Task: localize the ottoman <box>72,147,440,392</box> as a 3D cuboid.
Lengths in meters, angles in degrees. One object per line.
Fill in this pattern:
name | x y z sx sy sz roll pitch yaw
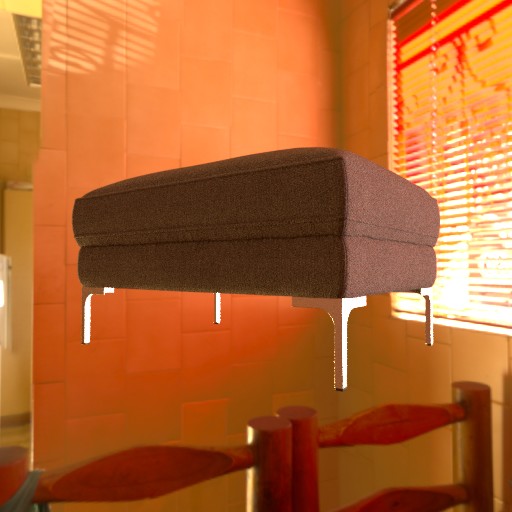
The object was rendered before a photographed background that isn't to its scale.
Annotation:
ottoman | 0.000 0.000 1.165 0.785 0.464 0.583 -1 -2 36
